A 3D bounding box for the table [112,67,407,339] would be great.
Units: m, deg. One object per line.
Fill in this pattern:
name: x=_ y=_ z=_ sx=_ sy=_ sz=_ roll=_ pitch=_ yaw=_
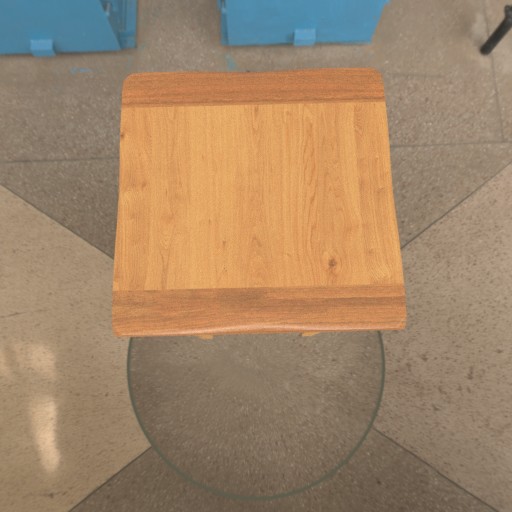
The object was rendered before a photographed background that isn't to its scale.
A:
table: x=0.000 y=0.000 z=0.935 sx=0.360 sy=0.740 sz=0.360 roll=-1 pitch=77 yaw=0
